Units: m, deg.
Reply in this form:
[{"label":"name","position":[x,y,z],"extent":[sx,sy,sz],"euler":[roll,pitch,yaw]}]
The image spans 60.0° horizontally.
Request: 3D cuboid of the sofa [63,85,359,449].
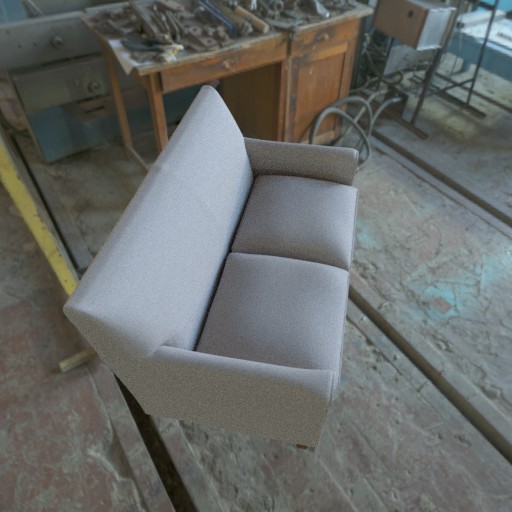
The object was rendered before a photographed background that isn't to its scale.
[{"label":"sofa","position":[0.000,0.000,2.080],"extent":[0.888,0.890,1.482],"euler":[9,48,8]}]
